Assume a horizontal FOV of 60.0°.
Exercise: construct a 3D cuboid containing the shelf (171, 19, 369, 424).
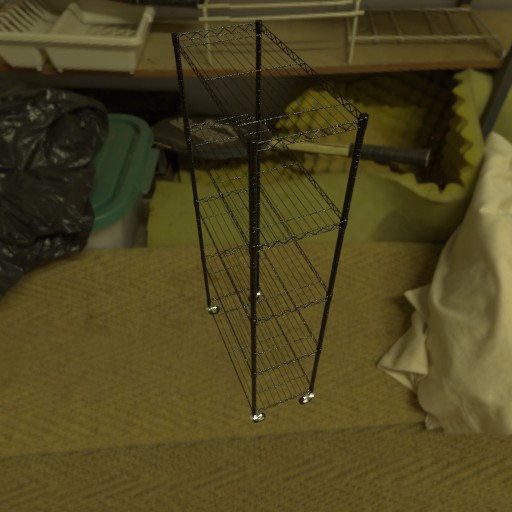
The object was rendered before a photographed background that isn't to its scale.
[{"bbox_3d":[0.000,0.000,1.930,0.356,1.645,0.762,-16,49,-15],"label":"shelf"}]
